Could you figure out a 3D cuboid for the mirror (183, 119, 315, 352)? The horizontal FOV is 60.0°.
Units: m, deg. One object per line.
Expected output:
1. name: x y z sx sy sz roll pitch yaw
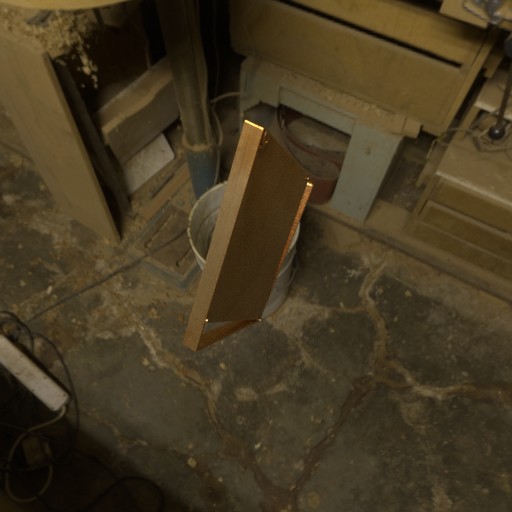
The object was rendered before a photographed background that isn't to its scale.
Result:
1. mirror: 0.000 0.000 0.836 0.032 0.679 0.419 29 66 15
